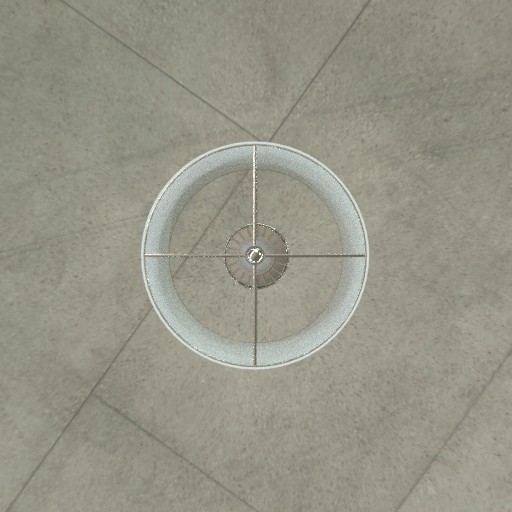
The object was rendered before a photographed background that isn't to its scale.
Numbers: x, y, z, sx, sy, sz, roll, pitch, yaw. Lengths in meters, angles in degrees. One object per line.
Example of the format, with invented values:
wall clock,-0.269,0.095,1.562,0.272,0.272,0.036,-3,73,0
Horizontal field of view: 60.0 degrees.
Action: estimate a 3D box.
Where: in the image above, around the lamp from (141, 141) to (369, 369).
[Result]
lamp,0.000,0.000,0.805,0.303,0.618,0.303,0,90,0
